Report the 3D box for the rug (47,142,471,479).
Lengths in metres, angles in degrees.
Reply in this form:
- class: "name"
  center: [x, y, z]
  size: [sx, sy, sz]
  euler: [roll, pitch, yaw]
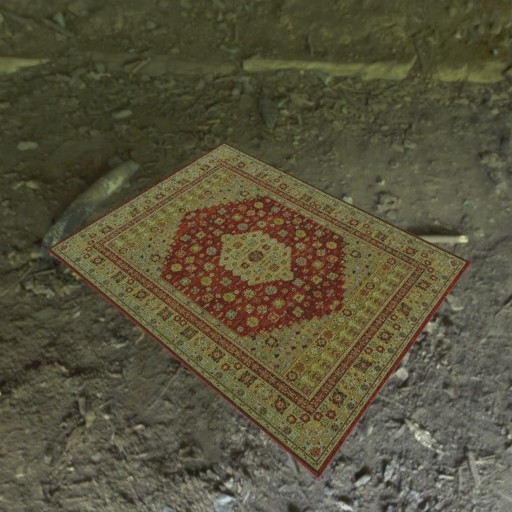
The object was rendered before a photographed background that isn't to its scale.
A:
- class: "rug"
  center: [0.000, 0.000, 4.036]
  size: [3.053, 0.013, 2.387]
  euler: [32, 54, 27]
